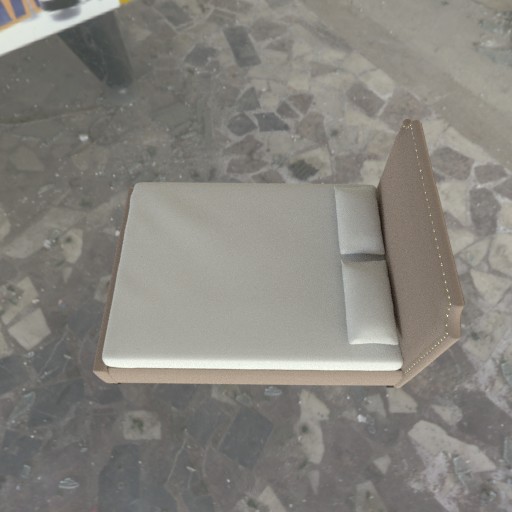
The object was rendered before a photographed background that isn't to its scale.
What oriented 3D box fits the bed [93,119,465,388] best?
[{"bbox_3d":[0.000,0.000,3.403,2.372,1.443,1.713,1,60,0],"label":"bed"}]
